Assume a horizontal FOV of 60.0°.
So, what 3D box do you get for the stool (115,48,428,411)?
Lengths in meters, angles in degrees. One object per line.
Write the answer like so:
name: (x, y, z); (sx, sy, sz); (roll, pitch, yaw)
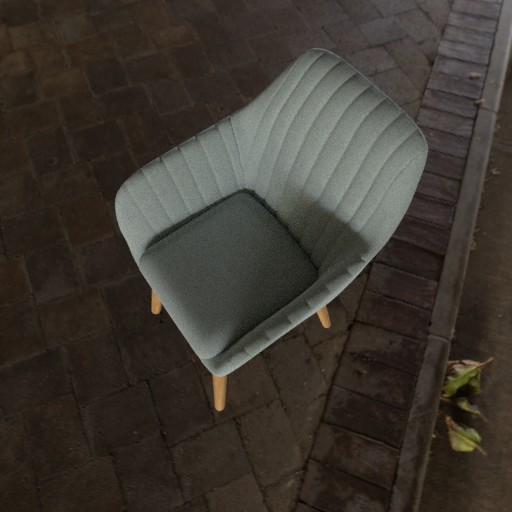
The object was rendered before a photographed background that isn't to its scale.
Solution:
stool: (0.000, 0.000, 1.165); (0.590, 0.830, 0.503); (-33, 68, -15)
